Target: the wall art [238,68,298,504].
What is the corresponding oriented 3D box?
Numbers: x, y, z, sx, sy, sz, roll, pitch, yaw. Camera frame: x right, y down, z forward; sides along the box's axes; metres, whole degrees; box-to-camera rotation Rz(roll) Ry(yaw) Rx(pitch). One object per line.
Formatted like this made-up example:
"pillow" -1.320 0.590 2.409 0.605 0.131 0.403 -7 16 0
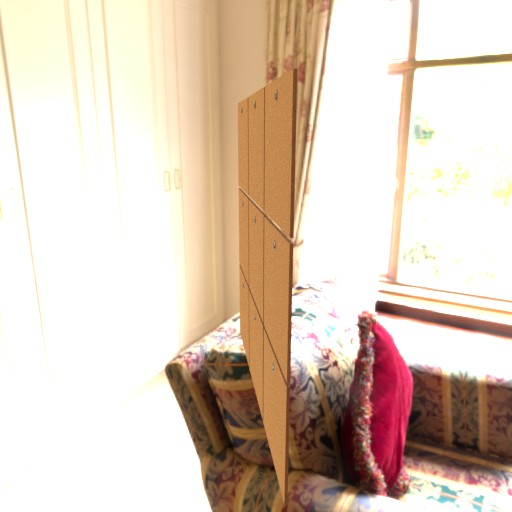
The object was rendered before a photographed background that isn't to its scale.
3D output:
"wall art" 0.000 0.000 2.206 0.019 1.532 1.533 -2 15 -8
